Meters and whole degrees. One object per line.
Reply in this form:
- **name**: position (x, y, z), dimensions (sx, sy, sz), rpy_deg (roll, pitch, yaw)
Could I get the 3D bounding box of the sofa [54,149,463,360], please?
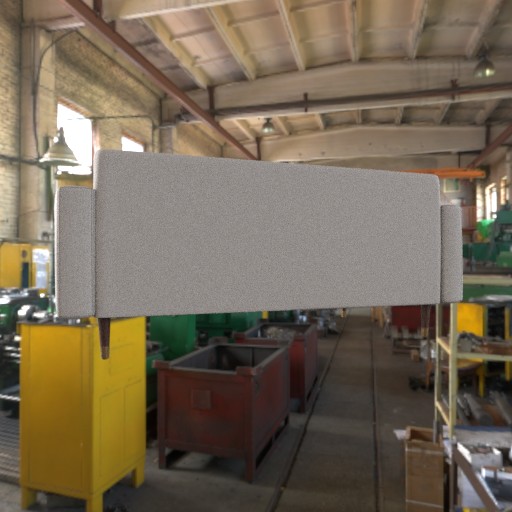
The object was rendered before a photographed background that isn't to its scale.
- **sofa**: position (0.000, 0.000, 2.358), dimensions (1.895, 0.814, 0.969), rpy_deg (0, 0, -19)
